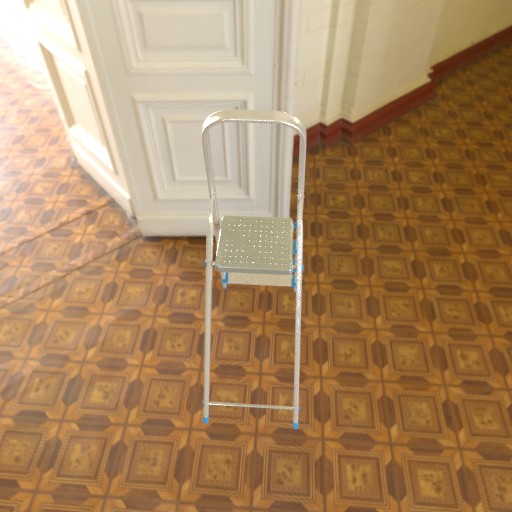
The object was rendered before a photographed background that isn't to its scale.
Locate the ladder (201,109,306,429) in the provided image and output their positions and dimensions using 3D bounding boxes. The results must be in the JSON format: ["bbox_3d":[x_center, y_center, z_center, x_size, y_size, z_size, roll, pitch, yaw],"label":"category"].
[{"bbox_3d":[0.000,0.000,1.822,0.445,1.434,0.842,3,48,2],"label":"ladder"}]
